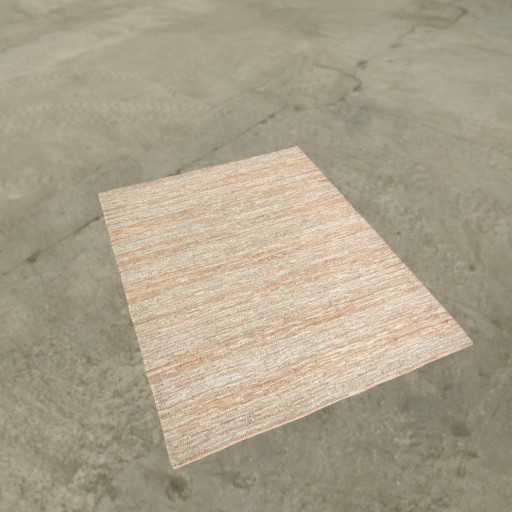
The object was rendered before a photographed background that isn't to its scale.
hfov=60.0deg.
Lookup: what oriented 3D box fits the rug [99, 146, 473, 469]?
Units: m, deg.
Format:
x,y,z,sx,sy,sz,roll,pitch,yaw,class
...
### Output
x,y,z,sx,sy,sz,roll,pitch,yaw,class
0.000,0.000,3.910,2.313,0.009,2.939,-17,48,-16,rug
